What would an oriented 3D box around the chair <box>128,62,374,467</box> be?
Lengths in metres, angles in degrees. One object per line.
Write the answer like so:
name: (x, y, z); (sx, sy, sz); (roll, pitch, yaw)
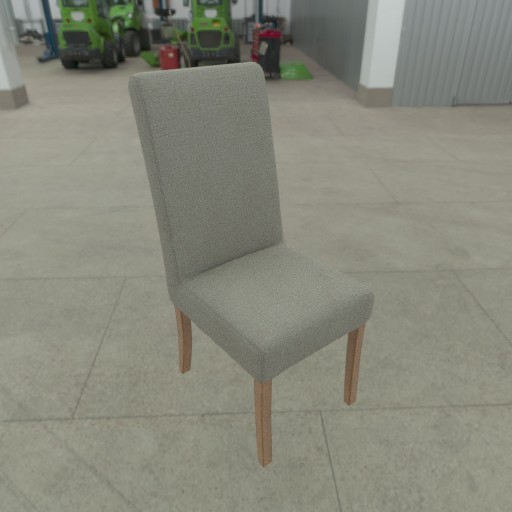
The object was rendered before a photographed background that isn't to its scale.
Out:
chair: (0.000, 0.000, 1.374); (0.450, 1.033, 0.611); (-21, 36, -32)
